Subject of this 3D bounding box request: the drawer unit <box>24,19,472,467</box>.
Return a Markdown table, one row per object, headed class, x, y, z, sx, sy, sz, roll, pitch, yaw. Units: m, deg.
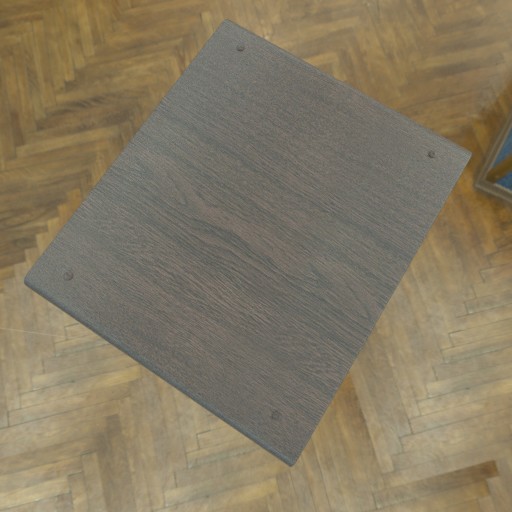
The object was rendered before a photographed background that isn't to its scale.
| class | x | y | z | sx | sy | sz | roll | pitch | yaw |
| --- | --- | --- | --- | --- | --- | --- | --- | --- | --- |
| drawer unit | 0.000 | 0.000 | 0.583 | 0.290 | 0.344 | 0.344 | 32 | 78 | 7 |
